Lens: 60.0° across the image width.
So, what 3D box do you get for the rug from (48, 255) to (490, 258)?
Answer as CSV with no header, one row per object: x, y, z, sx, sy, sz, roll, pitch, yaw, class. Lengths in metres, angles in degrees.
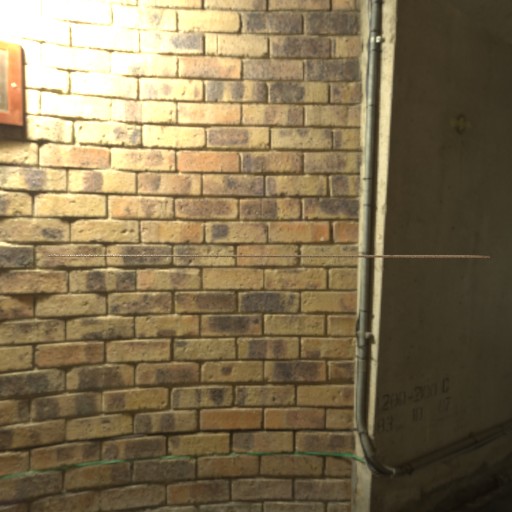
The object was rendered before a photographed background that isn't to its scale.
0.000,0.000,2.713,2.439,0.008,0.762,0,0,18,rug
